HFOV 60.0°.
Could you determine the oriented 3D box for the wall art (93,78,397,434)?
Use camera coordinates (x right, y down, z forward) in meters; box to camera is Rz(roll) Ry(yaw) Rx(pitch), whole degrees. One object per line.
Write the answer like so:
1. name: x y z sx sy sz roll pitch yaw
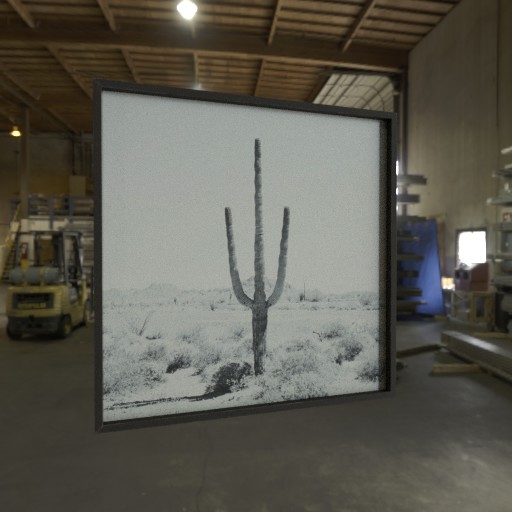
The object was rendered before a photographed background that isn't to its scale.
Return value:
1. wall art: 0.000 0.000 0.445 0.305 0.305 0.038 0 1 -18
